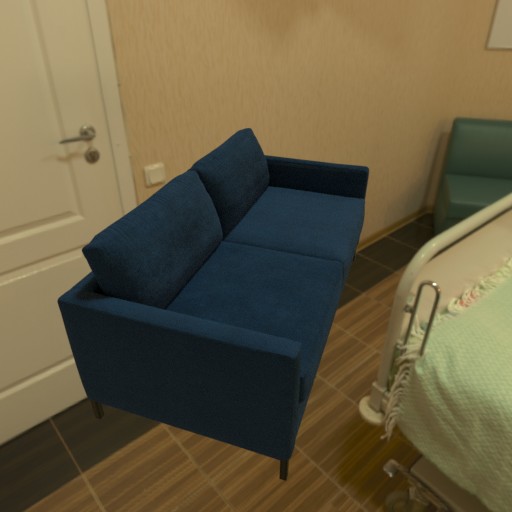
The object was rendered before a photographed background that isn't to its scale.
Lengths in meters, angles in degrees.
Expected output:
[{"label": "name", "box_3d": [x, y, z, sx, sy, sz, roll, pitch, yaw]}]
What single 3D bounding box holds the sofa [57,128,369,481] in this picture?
[{"label": "sofa", "box_3d": [0.000, 0.000, 2.150, 0.875, 0.817, 1.676, 11, 33, 17]}]
